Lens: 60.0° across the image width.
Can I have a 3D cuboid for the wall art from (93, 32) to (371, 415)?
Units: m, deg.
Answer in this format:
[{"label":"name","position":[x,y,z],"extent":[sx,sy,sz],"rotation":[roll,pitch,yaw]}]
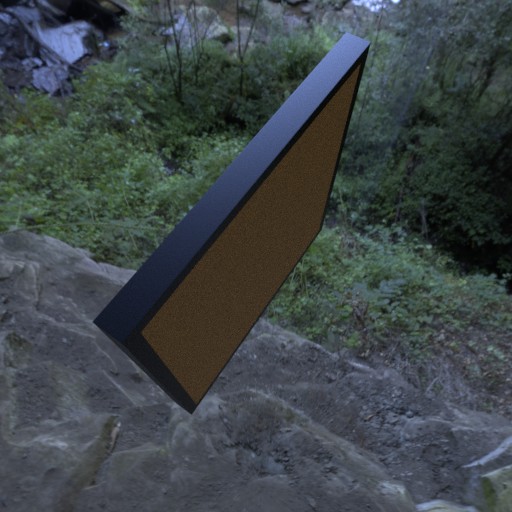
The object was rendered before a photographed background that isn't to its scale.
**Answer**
[{"label":"wall art","position":[0.000,0.000,0.744],"extent":[0.038,0.508,0.508],"rotation":[31,67,15]}]
